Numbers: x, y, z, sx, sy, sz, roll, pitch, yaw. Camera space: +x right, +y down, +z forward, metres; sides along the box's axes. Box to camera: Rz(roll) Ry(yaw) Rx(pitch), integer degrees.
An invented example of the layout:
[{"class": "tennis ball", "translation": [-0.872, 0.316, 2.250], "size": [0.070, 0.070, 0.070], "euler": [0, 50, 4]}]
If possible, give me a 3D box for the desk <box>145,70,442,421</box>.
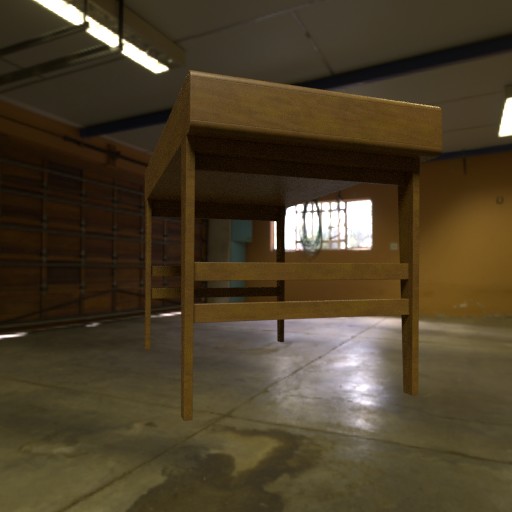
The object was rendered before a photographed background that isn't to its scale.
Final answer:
[{"class": "desk", "translation": [0.000, 0.000, 1.532], "size": [0.660, 0.754, 1.066], "euler": [1, -2, -19]}]
